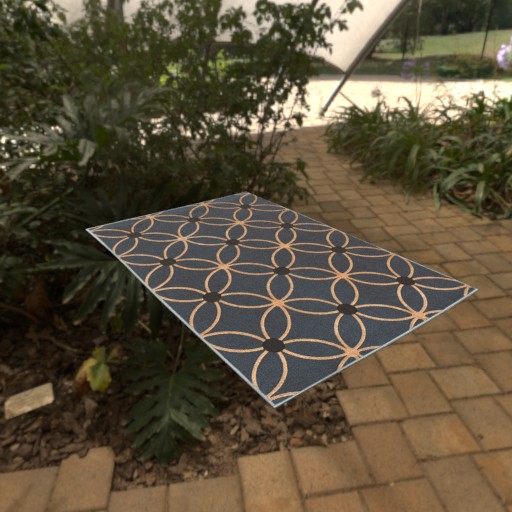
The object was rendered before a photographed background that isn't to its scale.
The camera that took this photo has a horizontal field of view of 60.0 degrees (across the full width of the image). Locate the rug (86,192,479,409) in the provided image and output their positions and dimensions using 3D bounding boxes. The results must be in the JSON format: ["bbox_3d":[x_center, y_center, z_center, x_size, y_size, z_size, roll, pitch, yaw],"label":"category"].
[{"bbox_3d":[0.000,0.000,2.956,1.522,0.008,2.284,-19,32,-33],"label":"rug"}]
